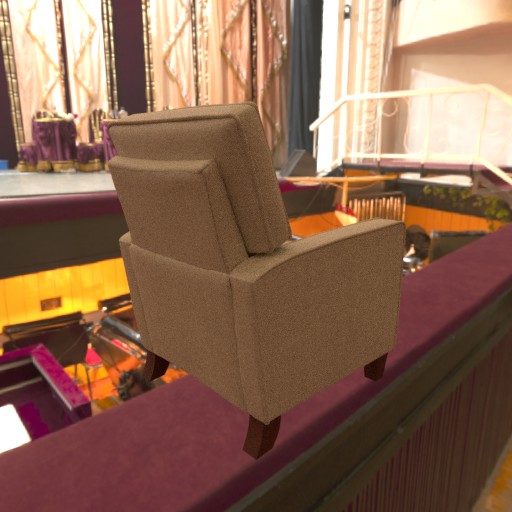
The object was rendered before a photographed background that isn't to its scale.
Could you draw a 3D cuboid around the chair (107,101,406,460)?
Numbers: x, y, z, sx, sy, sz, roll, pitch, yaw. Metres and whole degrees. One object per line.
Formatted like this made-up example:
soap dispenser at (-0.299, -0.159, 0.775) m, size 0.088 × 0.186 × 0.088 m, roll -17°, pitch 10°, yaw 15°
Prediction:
chair at (0.000, 0.000, 1.432) m, size 0.754 × 0.888 × 0.648 m, roll -13°, pitch 19°, yaw -42°
